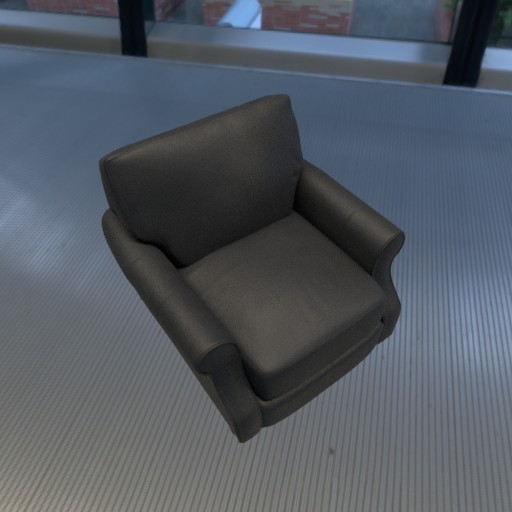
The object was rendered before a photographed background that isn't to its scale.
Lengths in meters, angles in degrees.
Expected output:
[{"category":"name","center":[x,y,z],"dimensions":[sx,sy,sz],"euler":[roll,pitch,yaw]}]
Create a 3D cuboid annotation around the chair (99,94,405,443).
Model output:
[{"category":"chair","center":[0.000,0.000,1.819],"dimensions":[1.015,0.960,1.027],"euler":[-24,51,-21]}]
